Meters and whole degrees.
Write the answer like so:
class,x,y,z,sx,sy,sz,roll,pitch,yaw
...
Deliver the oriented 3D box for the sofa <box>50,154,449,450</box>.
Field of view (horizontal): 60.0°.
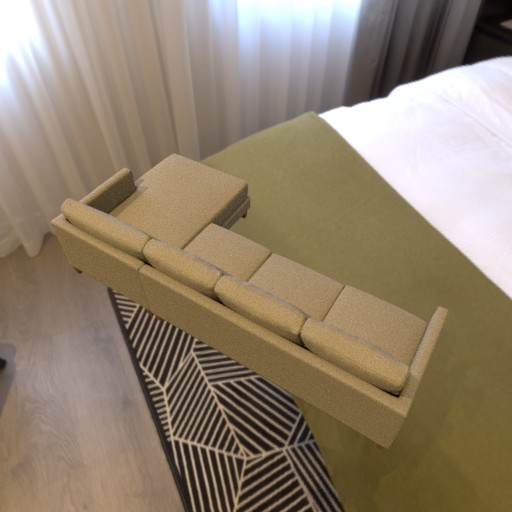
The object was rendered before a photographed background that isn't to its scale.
class,x,y,z,sx,sy,sz,roll,pitch,yaw
sofa,0.000,0.000,3.863,3.186,0.861,1.625,25,53,21
